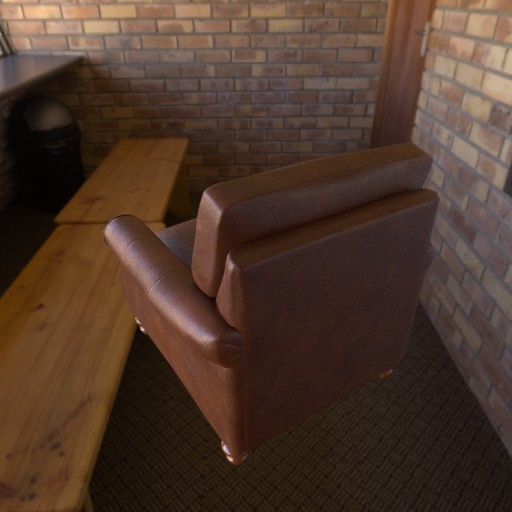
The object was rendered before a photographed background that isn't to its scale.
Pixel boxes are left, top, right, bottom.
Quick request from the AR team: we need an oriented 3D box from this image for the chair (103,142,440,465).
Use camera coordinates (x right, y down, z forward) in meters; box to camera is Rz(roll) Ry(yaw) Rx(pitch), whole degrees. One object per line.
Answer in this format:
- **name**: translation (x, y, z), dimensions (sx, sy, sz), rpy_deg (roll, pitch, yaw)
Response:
- **chair**: translation (0.000, 0.000, 1.741), dimensions (0.989, 0.972, 0.992), rpy_deg (-19, 36, -28)
